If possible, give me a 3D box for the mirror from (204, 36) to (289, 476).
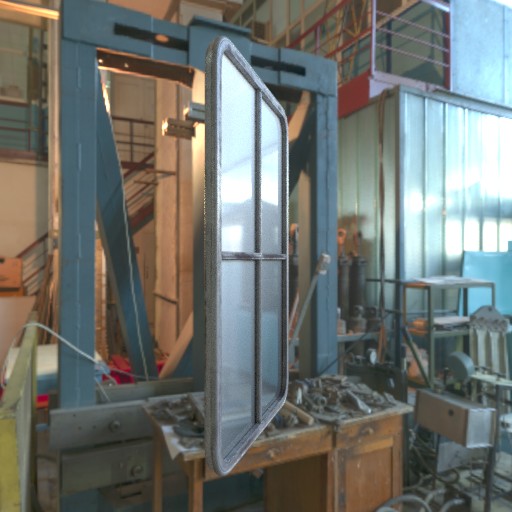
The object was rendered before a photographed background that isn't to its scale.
[{"bbox_3d":[0.000,0.000,0.893,0.024,0.713,0.461,0,0,18],"label":"mirror"}]
